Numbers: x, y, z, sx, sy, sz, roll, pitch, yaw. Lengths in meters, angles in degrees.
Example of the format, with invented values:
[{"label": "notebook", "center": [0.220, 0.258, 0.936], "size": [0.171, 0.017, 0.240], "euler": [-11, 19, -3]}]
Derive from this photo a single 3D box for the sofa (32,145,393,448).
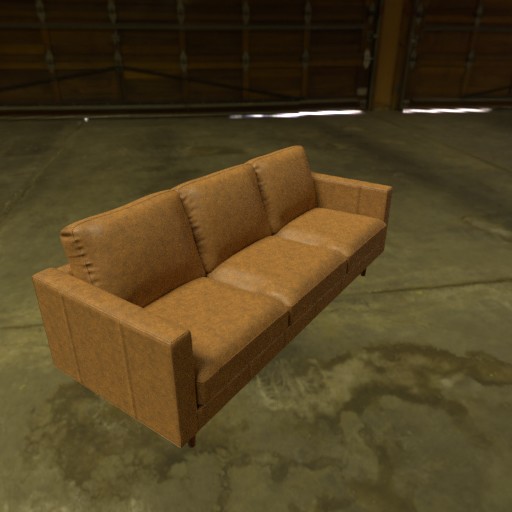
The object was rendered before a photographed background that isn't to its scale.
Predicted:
[{"label": "sofa", "center": [0.000, 0.000, 2.669], "size": [0.903, 0.930, 2.231], "euler": [17, 31, 31]}]
